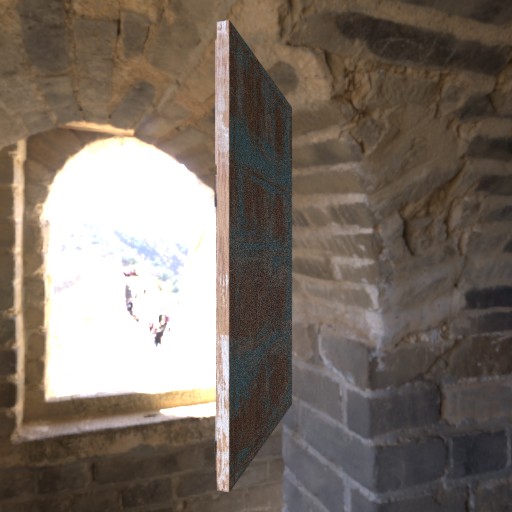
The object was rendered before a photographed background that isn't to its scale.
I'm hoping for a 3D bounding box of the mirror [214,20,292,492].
[{"bbox_3d":[0.000,0.000,1.487,0.083,1.213,0.707,0,0,18],"label":"mirror"}]
